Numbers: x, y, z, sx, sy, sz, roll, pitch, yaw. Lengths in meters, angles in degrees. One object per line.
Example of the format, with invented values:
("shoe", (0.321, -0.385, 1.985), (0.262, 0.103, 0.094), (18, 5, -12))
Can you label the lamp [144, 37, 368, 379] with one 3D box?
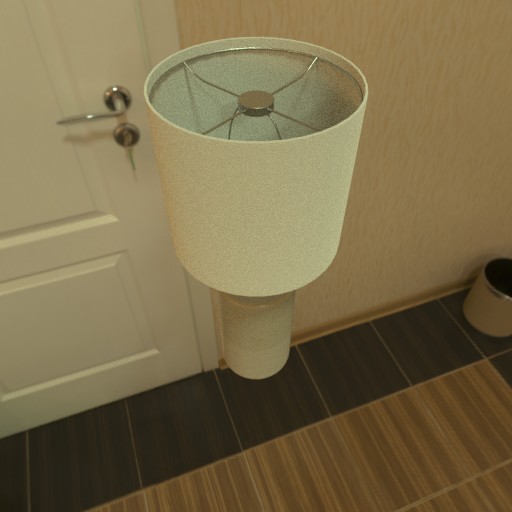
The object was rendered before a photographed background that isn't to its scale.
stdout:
("lamp", (0.000, 0.000, 0.604), (0.212, 0.493, 0.212), (32, 55, 26))
